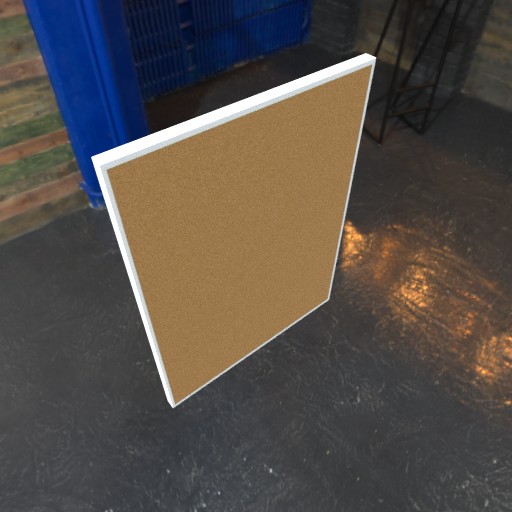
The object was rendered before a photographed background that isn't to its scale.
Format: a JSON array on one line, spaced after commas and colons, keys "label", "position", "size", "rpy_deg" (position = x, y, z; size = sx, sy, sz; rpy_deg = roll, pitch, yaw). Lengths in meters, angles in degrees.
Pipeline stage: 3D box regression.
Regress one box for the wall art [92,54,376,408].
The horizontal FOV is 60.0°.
[{"label": "wall art", "position": [0.000, 0.000, 1.406], "size": [0.795, 1.050, 0.039], "rpy_deg": [-30, 53, -26]}]
